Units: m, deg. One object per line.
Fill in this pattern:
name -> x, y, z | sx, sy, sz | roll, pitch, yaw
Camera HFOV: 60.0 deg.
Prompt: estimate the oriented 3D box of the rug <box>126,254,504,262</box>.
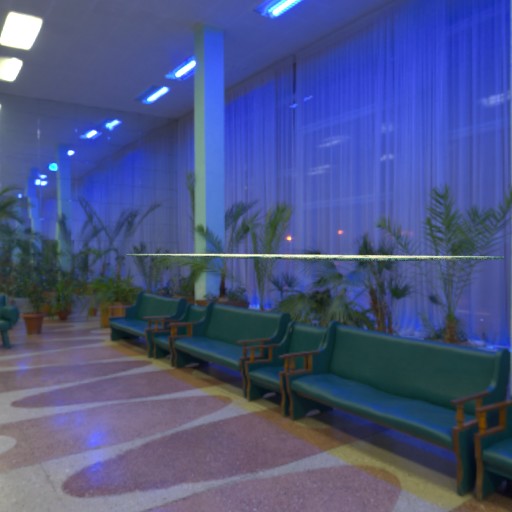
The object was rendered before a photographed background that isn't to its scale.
rug -> 0.000, 0.000, 2.563 | 0.750, 0.011, 2.435 | 0, 1, -34
